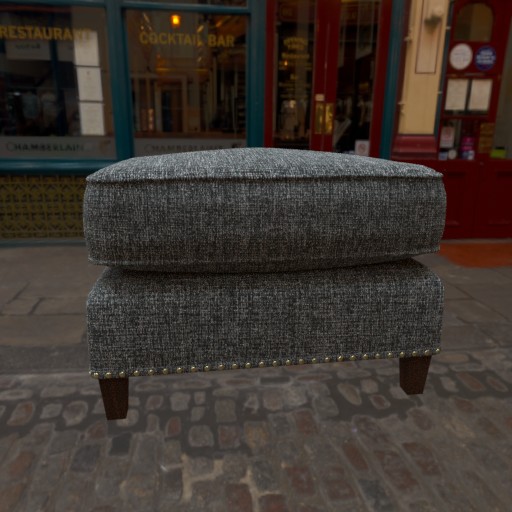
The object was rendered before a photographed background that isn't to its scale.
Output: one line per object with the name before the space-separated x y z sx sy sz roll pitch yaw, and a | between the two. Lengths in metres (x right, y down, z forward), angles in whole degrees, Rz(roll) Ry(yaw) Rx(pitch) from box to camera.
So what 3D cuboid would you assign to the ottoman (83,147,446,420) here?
ottoman | 0.000 0.000 1.129 0.738 0.537 0.589 -2 15 -8
